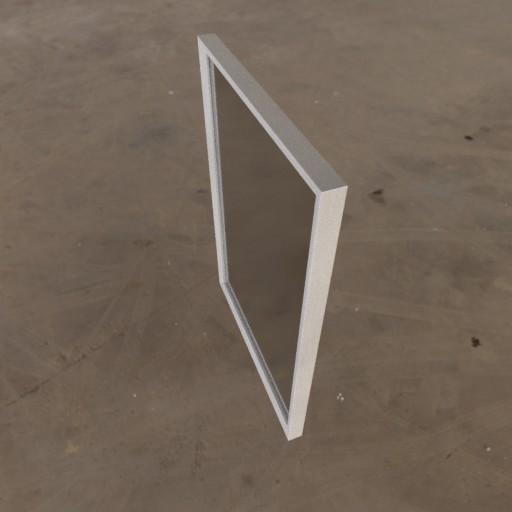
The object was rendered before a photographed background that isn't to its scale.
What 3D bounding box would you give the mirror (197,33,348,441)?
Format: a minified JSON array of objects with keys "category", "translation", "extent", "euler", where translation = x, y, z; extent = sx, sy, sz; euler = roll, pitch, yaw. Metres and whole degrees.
[{"category":"mirror","translation":[0.000,0.000,0.924],"extent":[0.039,0.710,0.507],"euler":[-16,48,-15]}]
